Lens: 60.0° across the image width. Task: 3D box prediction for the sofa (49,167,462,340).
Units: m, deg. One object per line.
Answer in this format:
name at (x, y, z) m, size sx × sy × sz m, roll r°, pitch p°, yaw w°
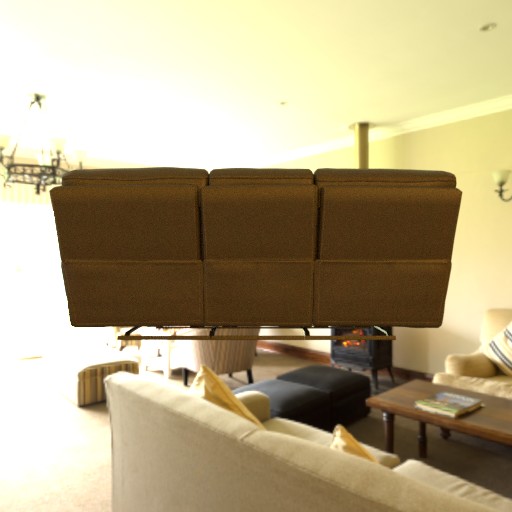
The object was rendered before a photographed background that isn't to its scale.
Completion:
sofa at (0.000, 0.000, 3.227) m, size 2.627 × 1.134 × 1.104 m, roll 0°, pitch 0°, yaw 0°
